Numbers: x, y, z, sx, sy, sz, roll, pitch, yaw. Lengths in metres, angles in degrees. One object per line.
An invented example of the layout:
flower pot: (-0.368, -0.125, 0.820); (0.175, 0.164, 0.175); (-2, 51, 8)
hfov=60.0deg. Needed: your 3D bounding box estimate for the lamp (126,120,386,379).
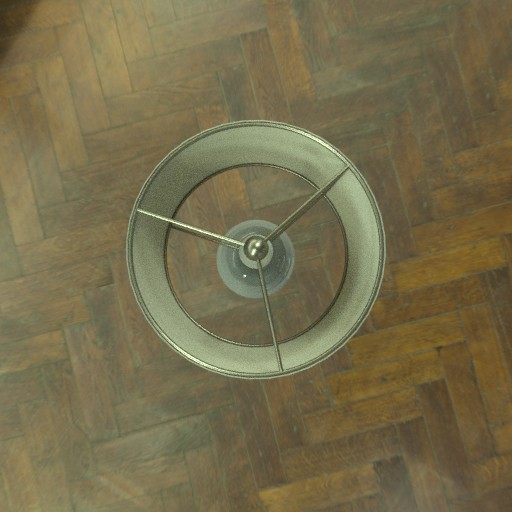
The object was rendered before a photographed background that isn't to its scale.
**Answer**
lamp: (0.000, 0.000, 0.963); (0.367, 0.730, 0.367); (0, 88, 0)
